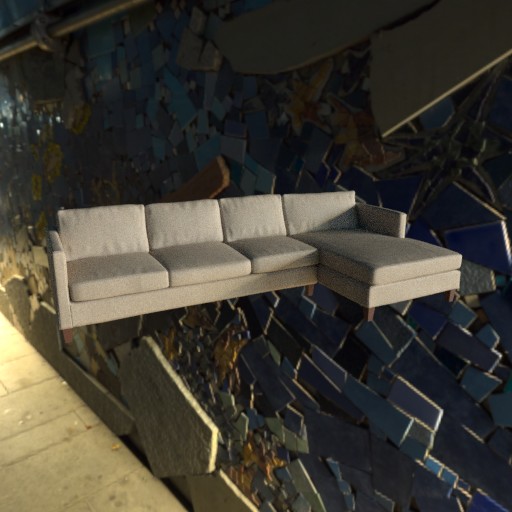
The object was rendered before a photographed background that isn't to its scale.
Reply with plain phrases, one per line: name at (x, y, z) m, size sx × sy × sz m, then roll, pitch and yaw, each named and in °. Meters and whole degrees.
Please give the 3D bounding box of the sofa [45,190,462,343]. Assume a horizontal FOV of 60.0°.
sofa at (0.000, 0.000, 3.782) m, size 3.186 × 0.846 × 1.625 m, roll -8°, pitch 18°, yaw -26°
